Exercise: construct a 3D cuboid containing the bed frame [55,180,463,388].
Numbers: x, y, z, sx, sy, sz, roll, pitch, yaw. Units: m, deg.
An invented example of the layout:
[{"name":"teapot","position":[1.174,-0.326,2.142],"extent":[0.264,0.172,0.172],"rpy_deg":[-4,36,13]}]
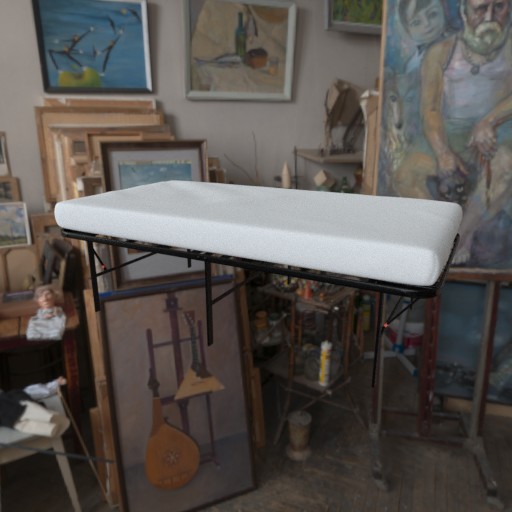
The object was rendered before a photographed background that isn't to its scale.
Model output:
[{"name":"bed frame","position":[0.000,0.000,2.359],"extent":[1.903,0.619,0.989],"rpy_deg":[9,19,27]}]
